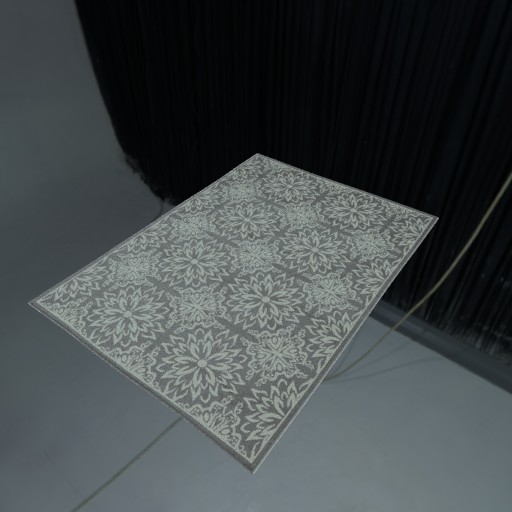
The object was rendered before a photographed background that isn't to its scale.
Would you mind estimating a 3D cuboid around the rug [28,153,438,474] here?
[{"bbox_3d":[0.000,0.000,2.845,1.608,0.014,2.213,26,47,27],"label":"rug"}]
